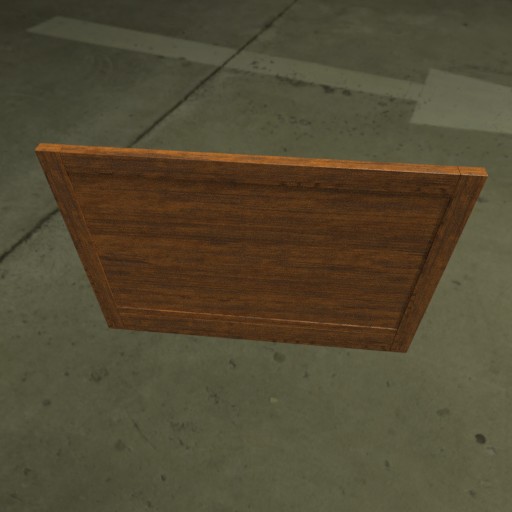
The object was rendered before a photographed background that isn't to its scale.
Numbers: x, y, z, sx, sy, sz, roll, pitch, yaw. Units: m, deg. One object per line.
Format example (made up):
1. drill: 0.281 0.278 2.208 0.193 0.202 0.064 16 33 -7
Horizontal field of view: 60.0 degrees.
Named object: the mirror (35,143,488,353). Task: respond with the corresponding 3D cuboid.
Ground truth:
1. mirror: 0.000 0.000 0.960 0.758 0.537 0.084 4 46 4
